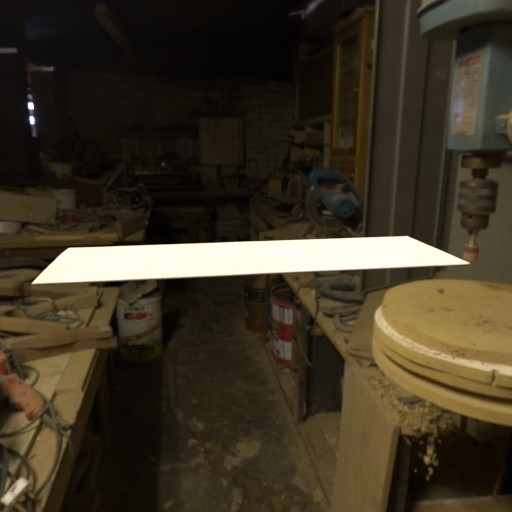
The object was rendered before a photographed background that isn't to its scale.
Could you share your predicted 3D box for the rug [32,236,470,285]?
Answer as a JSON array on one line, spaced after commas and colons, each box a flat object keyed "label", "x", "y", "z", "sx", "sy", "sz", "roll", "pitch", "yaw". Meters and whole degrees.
[{"label": "rug", "x": 0.000, "y": 0.000, "z": 2.796, "sx": 2.450, "sy": 0.014, "sz": 0.793, "roll": -2, "pitch": 15, "yaw": -9}]
